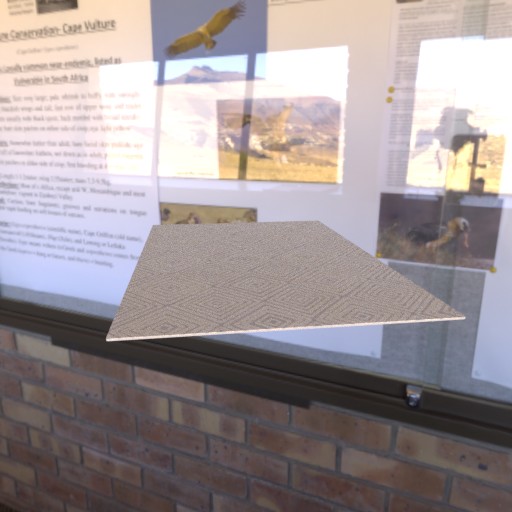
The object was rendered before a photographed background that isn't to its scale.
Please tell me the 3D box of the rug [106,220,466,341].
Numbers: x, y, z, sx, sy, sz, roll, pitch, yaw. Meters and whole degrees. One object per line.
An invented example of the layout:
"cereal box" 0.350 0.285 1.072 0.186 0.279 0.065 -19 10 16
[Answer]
"rug" 0.000 0.000 2.215 1.143 0.008 1.753 -2 15 -8
